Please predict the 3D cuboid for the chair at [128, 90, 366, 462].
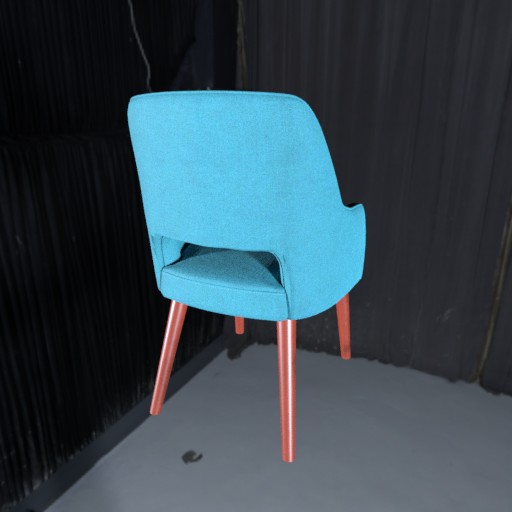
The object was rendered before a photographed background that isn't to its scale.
[{"bbox_3d":[0.000,0.000,1.244,0.548,0.849,0.605,9,20,24],"label":"chair"}]
